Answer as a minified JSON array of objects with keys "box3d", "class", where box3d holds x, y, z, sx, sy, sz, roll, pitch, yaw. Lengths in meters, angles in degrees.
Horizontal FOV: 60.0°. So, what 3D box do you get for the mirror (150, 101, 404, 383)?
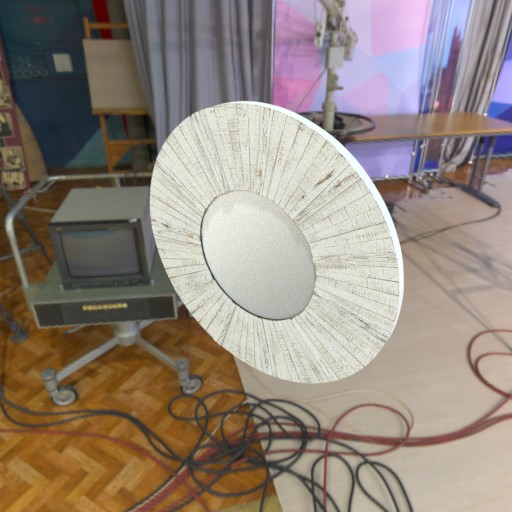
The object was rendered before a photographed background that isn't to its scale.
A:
[{"box3d":[0.000,0.000,1.376,0.914,0.914,0.038,20,36,31],"class":"mirror"}]
